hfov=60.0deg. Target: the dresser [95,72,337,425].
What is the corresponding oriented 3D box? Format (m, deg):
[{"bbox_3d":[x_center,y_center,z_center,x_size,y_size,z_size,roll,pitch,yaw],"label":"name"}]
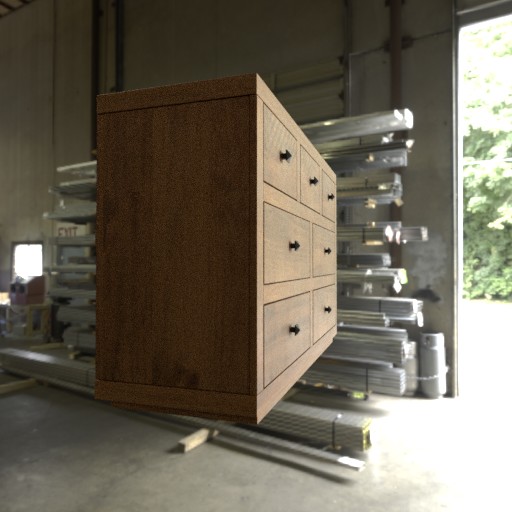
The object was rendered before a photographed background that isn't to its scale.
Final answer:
[{"bbox_3d":[0.000,0.000,1.679,0.479,0.825,1.261,0,-1,18],"label":"dresser"}]
